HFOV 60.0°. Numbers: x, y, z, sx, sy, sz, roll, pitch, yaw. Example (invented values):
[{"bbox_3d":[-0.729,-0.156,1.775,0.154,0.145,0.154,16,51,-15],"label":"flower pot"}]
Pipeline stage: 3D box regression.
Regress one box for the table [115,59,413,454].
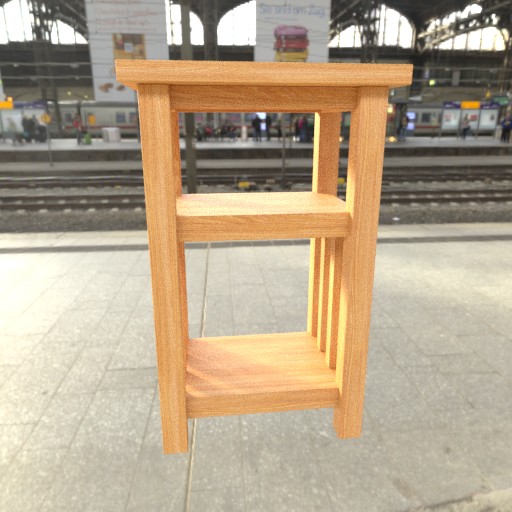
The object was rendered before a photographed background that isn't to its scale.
[{"bbox_3d":[0.000,0.000,0.721,0.350,0.550,0.270,-2,17,-7],"label":"table"}]
